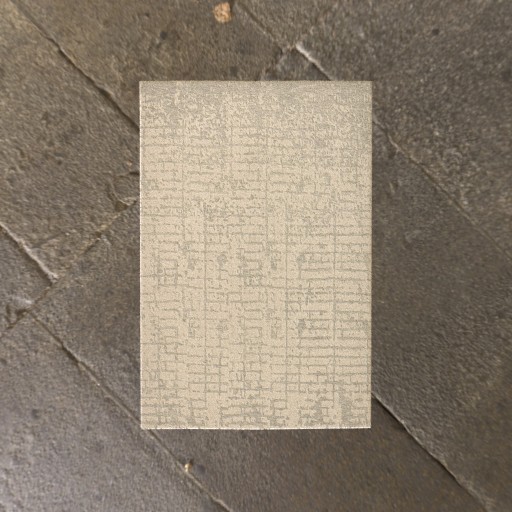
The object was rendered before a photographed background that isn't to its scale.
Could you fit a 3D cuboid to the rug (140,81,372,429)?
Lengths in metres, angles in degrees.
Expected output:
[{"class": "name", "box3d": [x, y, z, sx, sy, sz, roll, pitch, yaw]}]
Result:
[{"class": "rug", "box3d": [0.000, 0.000, 2.324, 1.211, 0.007, 1.827, 0, 91, 0]}]
